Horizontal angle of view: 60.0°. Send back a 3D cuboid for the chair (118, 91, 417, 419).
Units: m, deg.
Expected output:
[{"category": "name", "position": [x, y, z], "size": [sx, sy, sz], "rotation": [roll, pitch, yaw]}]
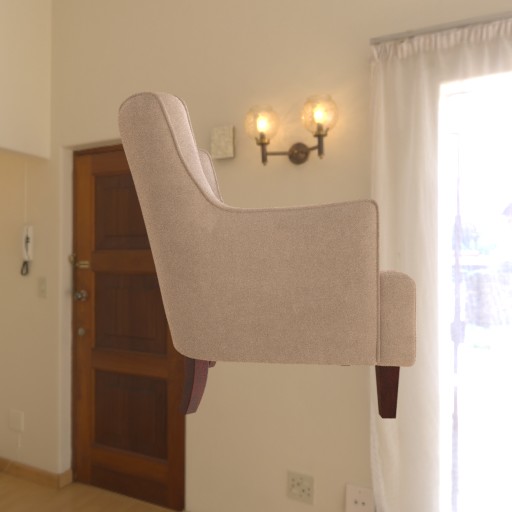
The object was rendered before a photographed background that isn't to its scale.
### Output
[{"category": "chair", "position": [0.000, 0.000, 1.577], "size": [0.910, 0.920, 0.781], "rotation": [0, 0, 0]}]
